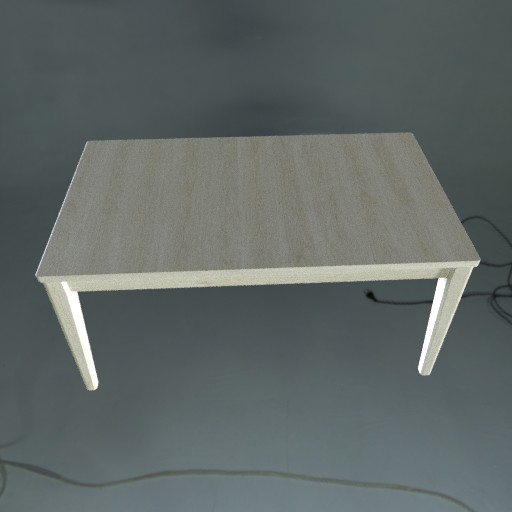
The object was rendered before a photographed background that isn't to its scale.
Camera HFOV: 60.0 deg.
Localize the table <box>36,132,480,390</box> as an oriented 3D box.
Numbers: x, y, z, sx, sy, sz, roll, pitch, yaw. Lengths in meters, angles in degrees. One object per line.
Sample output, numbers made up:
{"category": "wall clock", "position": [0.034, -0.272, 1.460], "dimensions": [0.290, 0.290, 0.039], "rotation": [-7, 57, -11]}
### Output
{"category": "table", "position": [0.000, 0.000, 2.088], "dimensions": [1.600, 0.760, 0.900], "rotation": [-2, 47, -2]}
